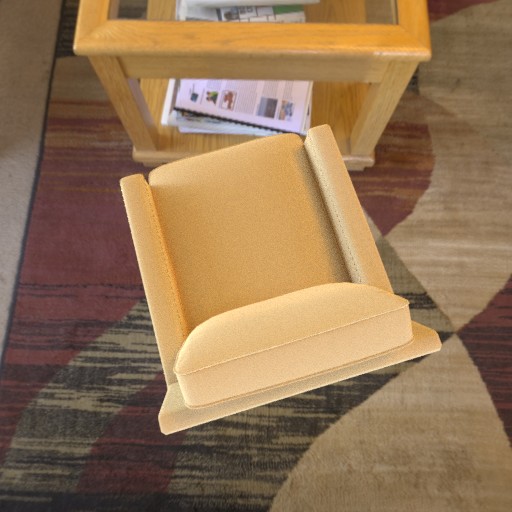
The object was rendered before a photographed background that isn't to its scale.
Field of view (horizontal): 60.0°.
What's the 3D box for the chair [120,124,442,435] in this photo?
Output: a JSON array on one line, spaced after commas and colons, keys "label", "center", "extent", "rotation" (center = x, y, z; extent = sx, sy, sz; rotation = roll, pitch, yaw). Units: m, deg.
[{"label": "chair", "center": [0.000, 0.000, 1.703], "extent": [0.853, 0.943, 1.014], "rotation": [-16, 76, -4]}]
